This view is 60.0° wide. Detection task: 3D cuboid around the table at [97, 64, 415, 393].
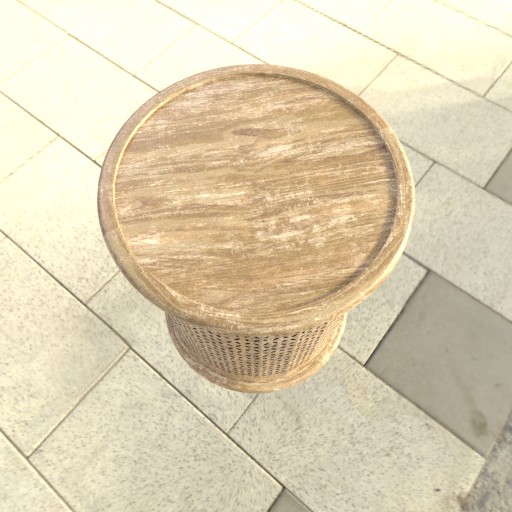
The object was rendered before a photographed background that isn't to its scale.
[{"bbox_3d":[0.000,0.000,0.783,0.407,0.482,0.407,0,65,0],"label":"table"}]
